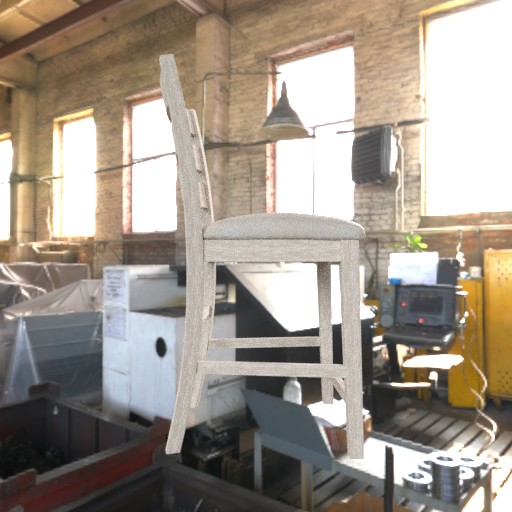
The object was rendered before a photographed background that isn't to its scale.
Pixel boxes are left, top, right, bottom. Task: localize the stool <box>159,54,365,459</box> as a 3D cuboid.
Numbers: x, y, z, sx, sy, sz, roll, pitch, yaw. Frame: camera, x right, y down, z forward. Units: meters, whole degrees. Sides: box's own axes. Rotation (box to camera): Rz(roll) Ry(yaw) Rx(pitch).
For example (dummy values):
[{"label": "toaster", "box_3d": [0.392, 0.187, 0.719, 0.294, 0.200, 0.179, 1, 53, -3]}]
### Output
[{"label": "stool", "box_3d": [0.000, 0.000, 1.353, 0.569, 1.032, 0.484, 0, -1, 0]}]
